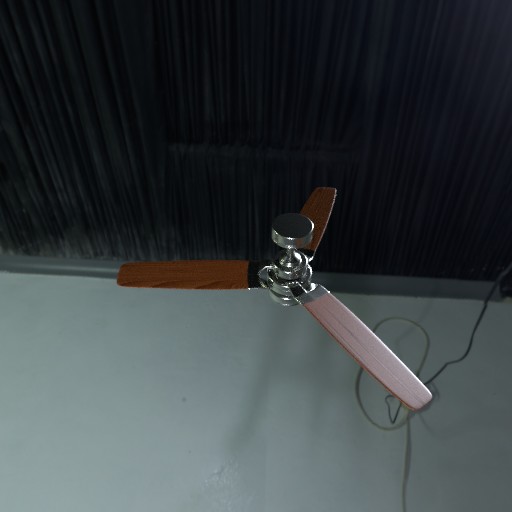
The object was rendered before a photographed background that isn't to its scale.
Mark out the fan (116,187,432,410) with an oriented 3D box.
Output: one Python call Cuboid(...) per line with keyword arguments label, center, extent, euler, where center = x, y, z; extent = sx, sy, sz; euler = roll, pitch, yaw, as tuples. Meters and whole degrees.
Cuboid(label="fan", center=(0.000, 0.000, 2.013), extent=(1.271, 0.410, 1.416), euler=(0, 42, 0))
